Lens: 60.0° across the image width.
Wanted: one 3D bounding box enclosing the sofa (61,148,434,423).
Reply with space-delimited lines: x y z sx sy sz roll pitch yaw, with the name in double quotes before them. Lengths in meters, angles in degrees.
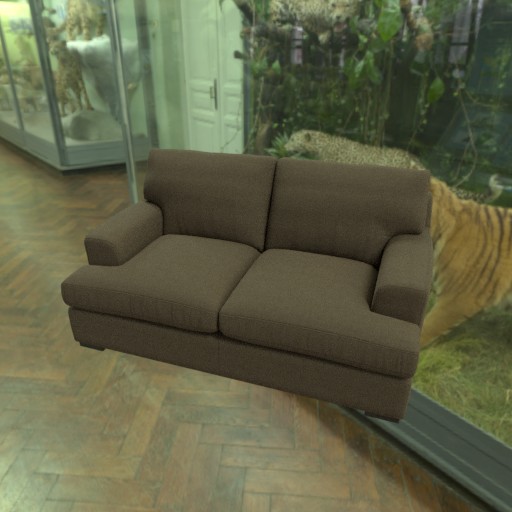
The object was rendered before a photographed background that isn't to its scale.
"sofa" 0.000 0.000 2.509 1.869 0.950 1.140 9 27 17
